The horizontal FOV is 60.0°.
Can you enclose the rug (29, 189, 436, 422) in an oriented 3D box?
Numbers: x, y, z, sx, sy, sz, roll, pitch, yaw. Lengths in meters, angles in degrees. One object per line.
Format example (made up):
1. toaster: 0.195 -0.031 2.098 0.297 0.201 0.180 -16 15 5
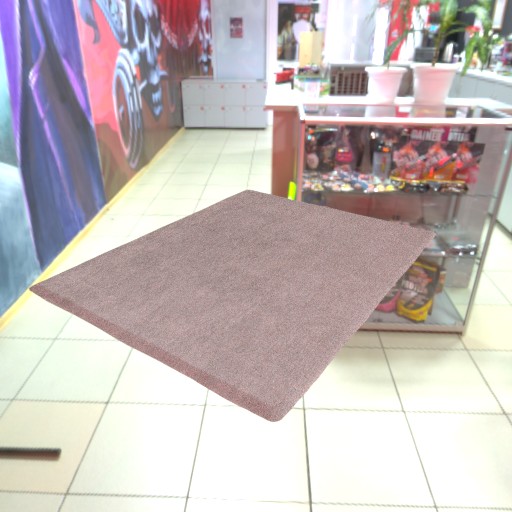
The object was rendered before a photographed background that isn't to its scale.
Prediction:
1. rug: 0.000 0.000 3.896 2.332 0.027 2.933 18 32 31
